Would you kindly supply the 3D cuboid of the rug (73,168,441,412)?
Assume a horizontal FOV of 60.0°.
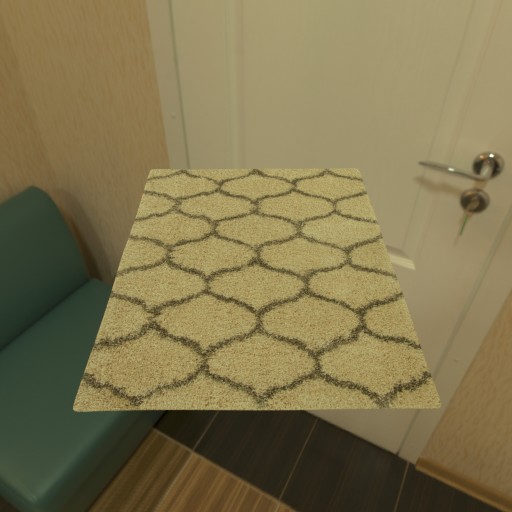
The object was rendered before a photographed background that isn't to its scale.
[{"bbox_3d":[0.000,0.000,3.982,2.399,0.026,3.000,0,42,0],"label":"rug"}]
